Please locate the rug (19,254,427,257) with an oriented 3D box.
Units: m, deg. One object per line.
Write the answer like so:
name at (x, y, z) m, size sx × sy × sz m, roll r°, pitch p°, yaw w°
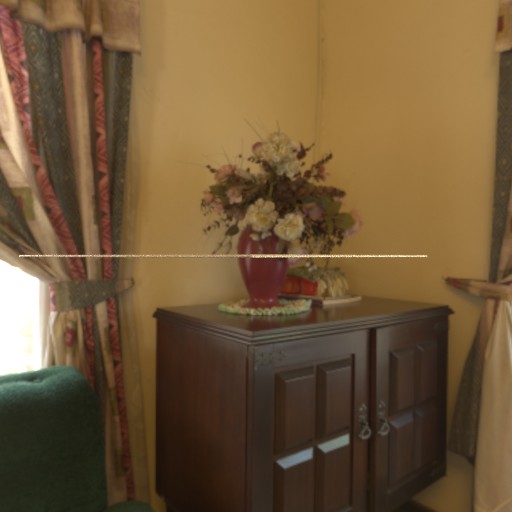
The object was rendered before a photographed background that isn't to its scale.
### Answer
rug at (0.000, 0.000, 2.842) m, size 1.555 × 0.011 × 2.232 m, roll 0°, pitch 0°, yaw 36°
